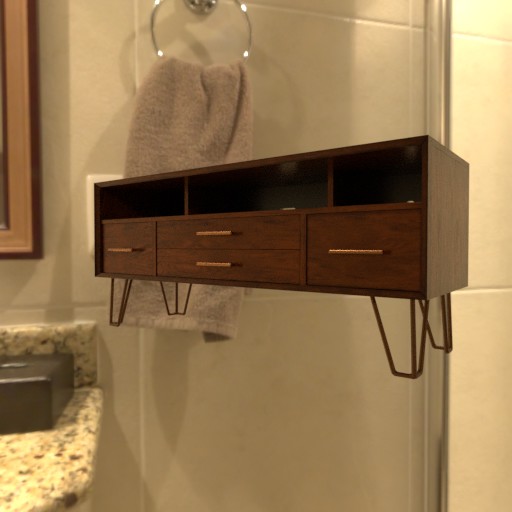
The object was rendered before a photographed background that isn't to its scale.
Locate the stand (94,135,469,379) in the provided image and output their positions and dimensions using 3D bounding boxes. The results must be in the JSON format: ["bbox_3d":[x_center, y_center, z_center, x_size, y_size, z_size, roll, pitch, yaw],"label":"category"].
[{"bbox_3d":[0.000,0.000,1.664,1.372,0.610,0.481,1,2,37],"label":"stand"}]
